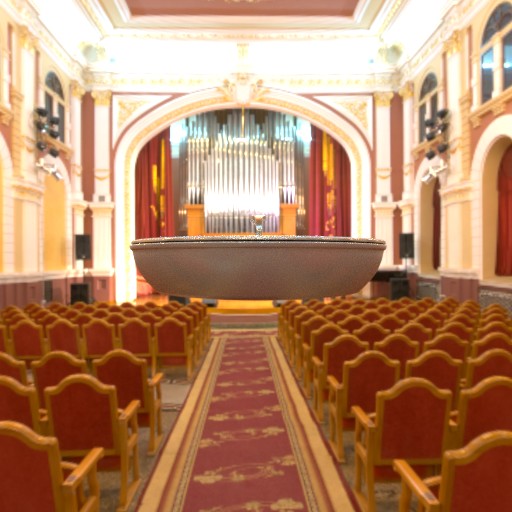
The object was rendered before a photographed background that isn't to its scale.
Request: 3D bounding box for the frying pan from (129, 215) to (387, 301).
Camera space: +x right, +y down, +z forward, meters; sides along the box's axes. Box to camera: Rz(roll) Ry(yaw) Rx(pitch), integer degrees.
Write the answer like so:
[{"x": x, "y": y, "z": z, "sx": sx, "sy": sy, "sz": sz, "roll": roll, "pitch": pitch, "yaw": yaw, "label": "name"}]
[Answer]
[{"x": 0.000, "y": 0.000, "z": 0.597, "sx": 0.272, "sy": 0.086, "sz": 0.490, "roll": 0, "pitch": 0, "yaw": -1, "label": "frying pan"}]
